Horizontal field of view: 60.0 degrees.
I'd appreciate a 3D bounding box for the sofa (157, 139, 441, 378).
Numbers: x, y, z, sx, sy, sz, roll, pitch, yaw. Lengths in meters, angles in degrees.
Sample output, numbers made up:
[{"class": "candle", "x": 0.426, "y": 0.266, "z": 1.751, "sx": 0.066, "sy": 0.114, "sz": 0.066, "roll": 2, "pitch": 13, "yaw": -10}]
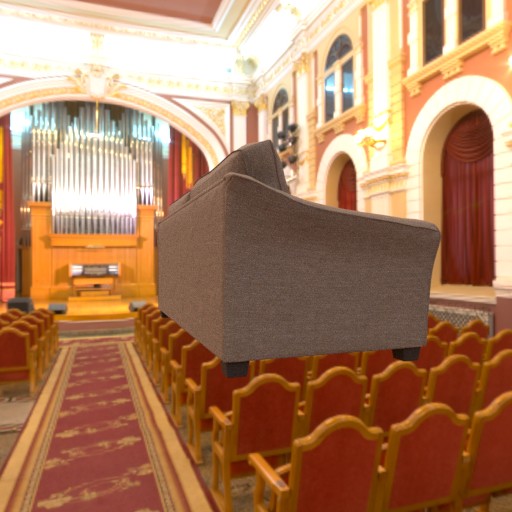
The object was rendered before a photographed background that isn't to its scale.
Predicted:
[{"class": "sofa", "x": 0.000, "y": 0.000, "z": 2.800, "sx": 0.980, "sy": 0.965, "sz": 2.270, "roll": 0, "pitch": -1, "yaw": -19}]
